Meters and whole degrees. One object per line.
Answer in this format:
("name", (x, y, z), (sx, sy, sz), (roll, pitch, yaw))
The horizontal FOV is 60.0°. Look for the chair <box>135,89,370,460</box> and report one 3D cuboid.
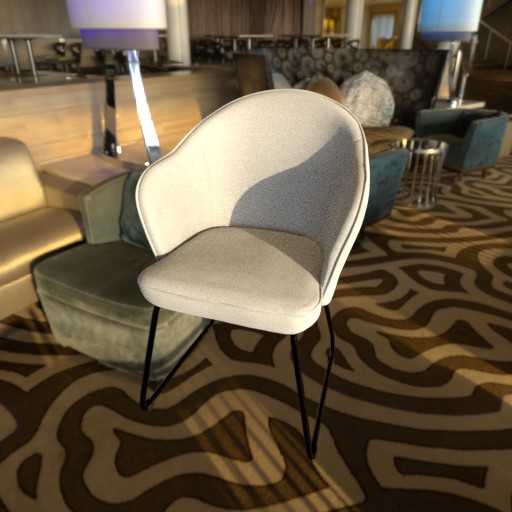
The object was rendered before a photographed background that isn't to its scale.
("chair", (0.000, 0.000, 1.227), (0.570, 0.817, 0.592), (9, 28, 17))
